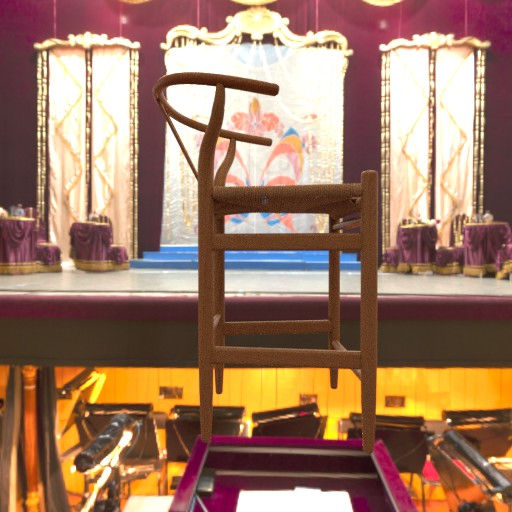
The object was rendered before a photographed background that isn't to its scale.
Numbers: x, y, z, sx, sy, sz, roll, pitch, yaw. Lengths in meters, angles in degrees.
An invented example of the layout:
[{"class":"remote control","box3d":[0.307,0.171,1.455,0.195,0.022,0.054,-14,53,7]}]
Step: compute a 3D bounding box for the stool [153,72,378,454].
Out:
[{"class":"stool","box3d":[0.000,0.000,1.287,0.575,0.923,0.536,0,1,0]}]
